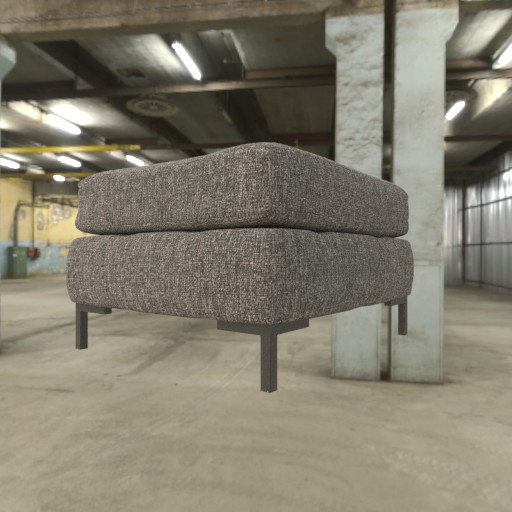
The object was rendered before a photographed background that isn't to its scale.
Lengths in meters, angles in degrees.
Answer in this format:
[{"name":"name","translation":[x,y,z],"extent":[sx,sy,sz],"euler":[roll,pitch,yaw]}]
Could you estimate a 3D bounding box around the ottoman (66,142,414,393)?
[{"name":"ottoman","translation":[0.000,0.000,1.256],"extent":[0.683,0.480,0.828],"euler":[0,0,37]}]
